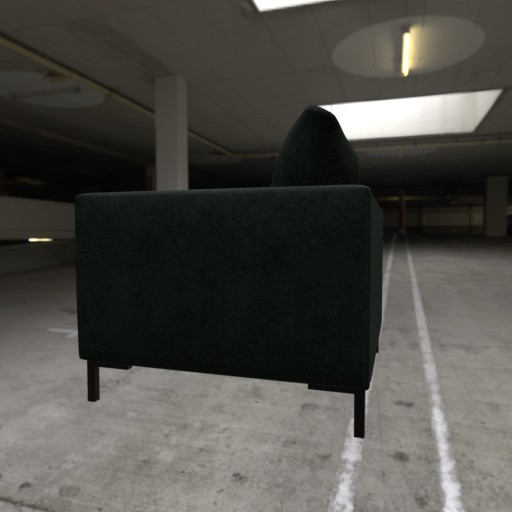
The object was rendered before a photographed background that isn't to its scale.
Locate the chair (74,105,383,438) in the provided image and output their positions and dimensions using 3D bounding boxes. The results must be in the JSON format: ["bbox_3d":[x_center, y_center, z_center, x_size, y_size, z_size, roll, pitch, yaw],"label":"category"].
[{"bbox_3d":[0.000,0.000,1.621,0.866,0.861,0.963,1,3,18],"label":"chair"}]
